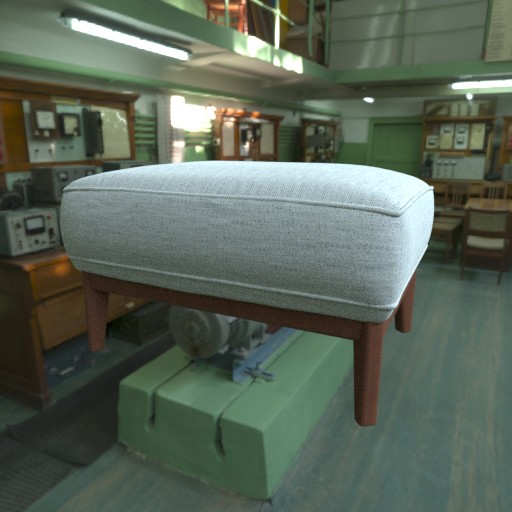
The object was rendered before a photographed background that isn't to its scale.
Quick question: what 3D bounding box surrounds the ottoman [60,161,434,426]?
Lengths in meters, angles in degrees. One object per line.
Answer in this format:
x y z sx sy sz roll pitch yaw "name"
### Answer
0.000 0.000 1.134 0.794 0.465 0.594 7 16 25 "ottoman"
